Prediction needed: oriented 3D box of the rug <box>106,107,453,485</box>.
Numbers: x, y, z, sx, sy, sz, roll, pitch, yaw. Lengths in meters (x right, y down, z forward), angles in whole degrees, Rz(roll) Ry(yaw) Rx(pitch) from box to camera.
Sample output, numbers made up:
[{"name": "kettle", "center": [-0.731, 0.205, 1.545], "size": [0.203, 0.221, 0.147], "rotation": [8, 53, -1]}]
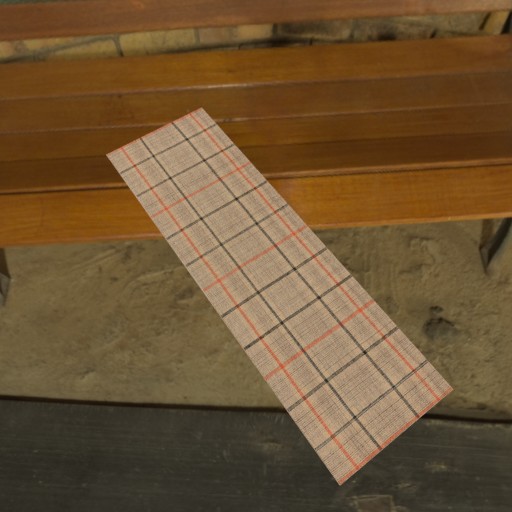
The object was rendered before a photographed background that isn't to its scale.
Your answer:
[{"name": "rug", "center": [0.000, 0.000, 2.645], "size": [0.762, 0.008, 2.439], "rotation": [-32, 67, -16]}]
